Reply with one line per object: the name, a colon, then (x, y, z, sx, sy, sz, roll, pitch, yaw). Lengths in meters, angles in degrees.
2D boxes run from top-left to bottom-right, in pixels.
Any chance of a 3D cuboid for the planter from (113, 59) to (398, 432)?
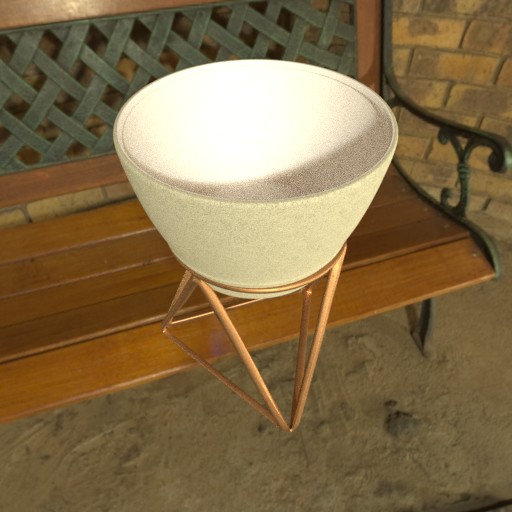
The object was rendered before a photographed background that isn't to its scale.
planter: (0.000, 0.000, 0.735, 0.350, 0.504, 0.350, 31, 53, 27)
